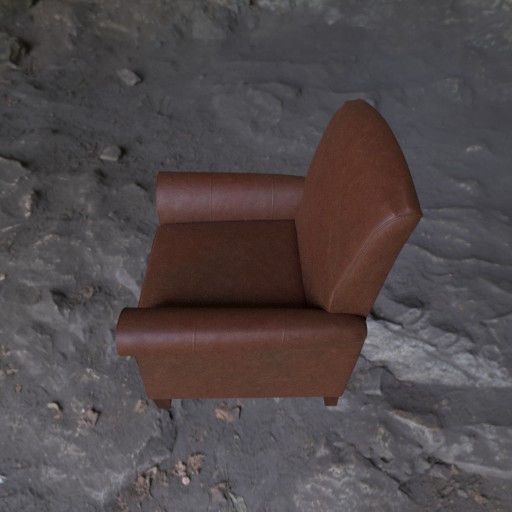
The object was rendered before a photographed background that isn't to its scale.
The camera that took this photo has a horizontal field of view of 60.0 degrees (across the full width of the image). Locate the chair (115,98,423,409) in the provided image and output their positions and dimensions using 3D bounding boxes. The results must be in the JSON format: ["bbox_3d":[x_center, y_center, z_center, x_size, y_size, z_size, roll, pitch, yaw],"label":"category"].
[{"bbox_3d":[0.000,0.000,1.755,0.902,1.061,0.978,-1,42,-1],"label":"chair"}]
